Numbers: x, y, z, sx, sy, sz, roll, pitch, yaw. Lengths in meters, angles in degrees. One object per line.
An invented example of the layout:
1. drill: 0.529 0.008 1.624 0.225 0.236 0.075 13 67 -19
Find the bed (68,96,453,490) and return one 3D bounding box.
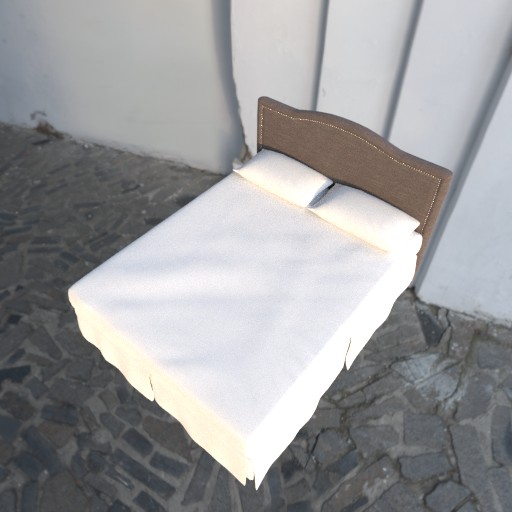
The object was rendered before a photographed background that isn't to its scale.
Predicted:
1. bed: 0.000 0.000 3.871 2.161 1.457 2.689 31 54 26
